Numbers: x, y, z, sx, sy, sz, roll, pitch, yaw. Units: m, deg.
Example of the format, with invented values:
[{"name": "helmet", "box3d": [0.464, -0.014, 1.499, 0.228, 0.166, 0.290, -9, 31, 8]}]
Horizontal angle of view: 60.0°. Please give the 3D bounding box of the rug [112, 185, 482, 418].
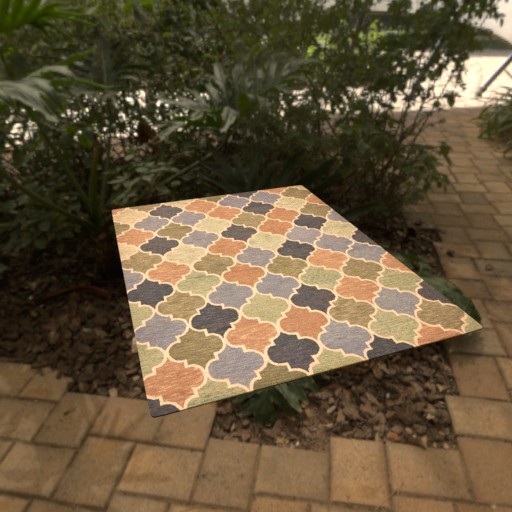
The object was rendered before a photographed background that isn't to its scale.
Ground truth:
[{"name": "rug", "box3d": [0.000, 0.000, 4.228, 2.439, 0.013, 3.200, -10, 31, -17]}]
